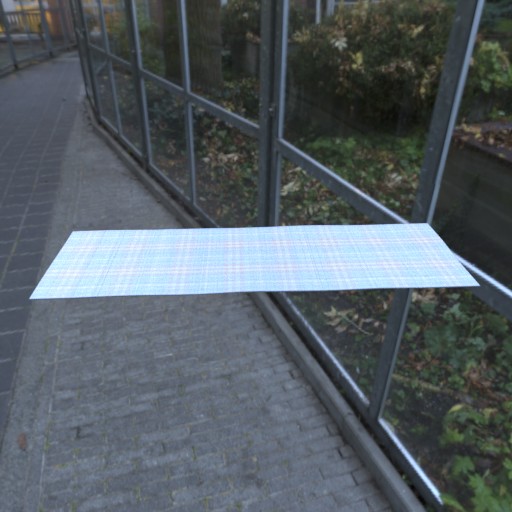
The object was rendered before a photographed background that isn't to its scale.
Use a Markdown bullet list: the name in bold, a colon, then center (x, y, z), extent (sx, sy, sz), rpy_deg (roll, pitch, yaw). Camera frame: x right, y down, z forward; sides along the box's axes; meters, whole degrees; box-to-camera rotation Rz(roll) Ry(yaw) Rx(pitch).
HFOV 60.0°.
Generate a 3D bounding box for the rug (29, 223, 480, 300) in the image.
- **rug**: center (0.000, 0.000, 2.717), extent (2.439, 0.013, 0.762), rpy_deg (-1, 31, -2)
